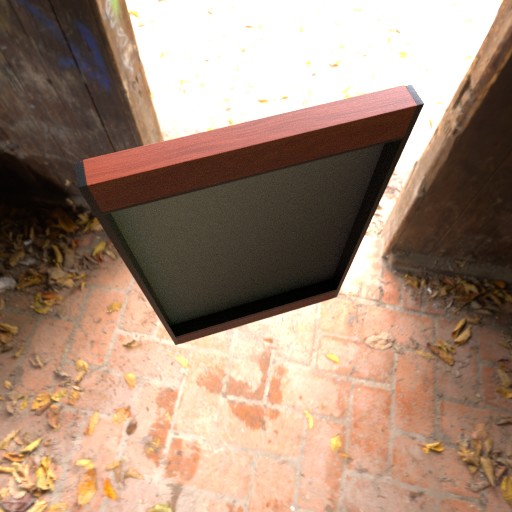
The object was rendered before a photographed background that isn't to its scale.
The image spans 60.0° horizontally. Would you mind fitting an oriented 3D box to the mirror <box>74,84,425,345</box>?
[{"bbox_3d":[0.000,0.000,1.019,0.525,0.823,0.047,-16,65,-8],"label":"mirror"}]
